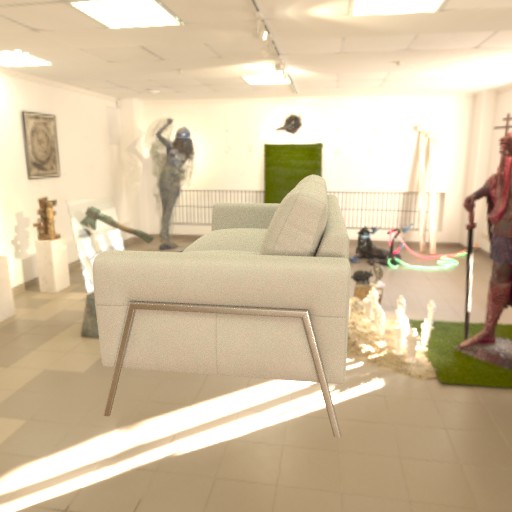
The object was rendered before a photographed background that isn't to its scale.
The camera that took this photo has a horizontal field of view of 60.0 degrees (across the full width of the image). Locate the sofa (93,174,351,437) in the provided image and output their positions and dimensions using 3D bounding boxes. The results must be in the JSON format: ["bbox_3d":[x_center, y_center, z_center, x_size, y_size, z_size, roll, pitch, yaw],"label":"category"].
[{"bbox_3d":[0.000,0.000,2.559,0.953,0.875,2.017,2,13,8],"label":"sofa"}]
